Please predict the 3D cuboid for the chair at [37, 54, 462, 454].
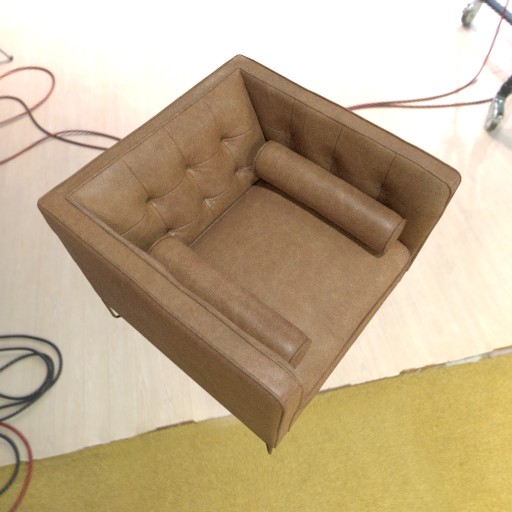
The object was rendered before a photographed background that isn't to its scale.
[{"bbox_3d":[0.000,0.000,1.615,0.912,0.797,0.920,35,65,19],"label":"chair"}]
